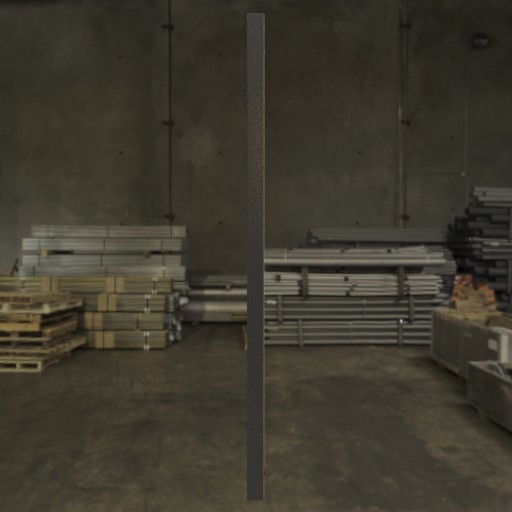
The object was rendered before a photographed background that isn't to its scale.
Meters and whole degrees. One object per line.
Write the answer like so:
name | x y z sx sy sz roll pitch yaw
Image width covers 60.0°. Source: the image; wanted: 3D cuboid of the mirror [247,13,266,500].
mirror | 0.000 0.000 1.306 0.040 1.016 0.762 0 1 0
